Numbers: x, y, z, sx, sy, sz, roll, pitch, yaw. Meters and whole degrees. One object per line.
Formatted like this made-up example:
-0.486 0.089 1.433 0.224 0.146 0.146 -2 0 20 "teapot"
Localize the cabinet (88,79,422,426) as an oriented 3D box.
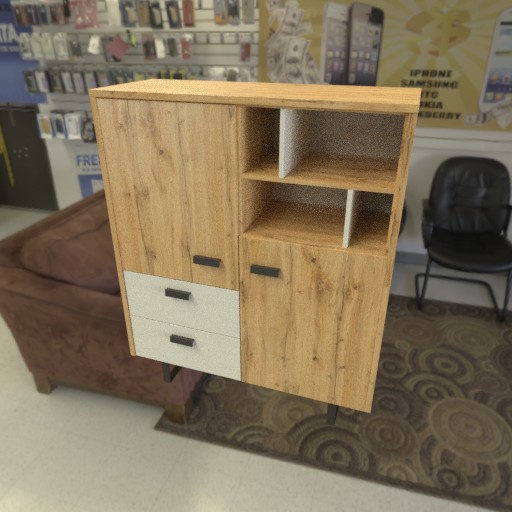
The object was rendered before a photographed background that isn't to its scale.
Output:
0.000 0.000 1.971 1.168 1.397 0.473 9 28 17 "cabinet"
